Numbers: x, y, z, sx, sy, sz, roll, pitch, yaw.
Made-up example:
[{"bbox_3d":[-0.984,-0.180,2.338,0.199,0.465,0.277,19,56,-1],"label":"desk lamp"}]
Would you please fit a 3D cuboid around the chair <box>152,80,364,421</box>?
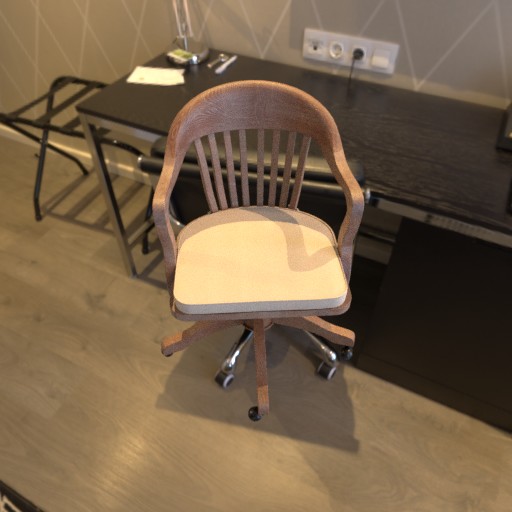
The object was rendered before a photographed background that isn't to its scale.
[{"bbox_3d":[0.000,0.000,1.515,0.750,0.878,0.788,-2,45,-2],"label":"chair"}]
